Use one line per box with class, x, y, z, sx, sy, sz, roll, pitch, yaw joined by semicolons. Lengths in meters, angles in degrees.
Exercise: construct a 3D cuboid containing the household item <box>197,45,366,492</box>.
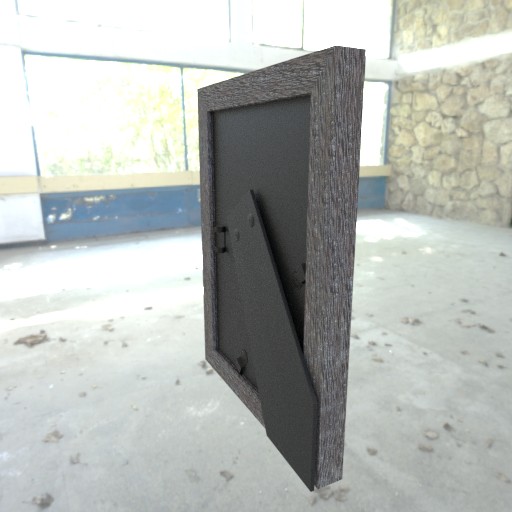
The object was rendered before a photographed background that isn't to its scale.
household item;0.000;0.000;0.273;0.020;0.210;0.160;-7;16;-26
